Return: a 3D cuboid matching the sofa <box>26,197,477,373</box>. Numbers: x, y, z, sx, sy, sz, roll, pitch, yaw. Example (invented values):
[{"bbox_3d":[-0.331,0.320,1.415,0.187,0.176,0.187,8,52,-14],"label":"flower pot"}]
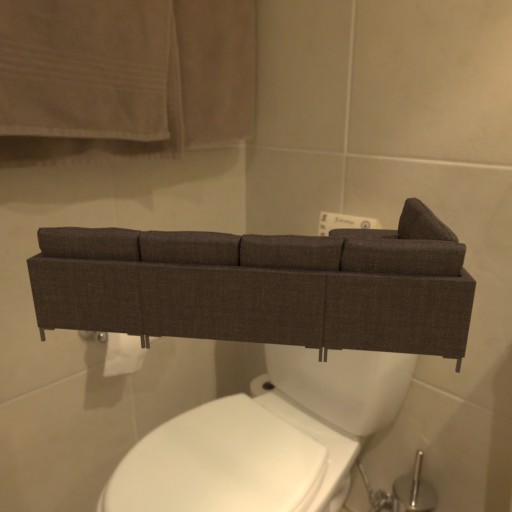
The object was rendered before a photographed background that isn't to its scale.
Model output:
[{"bbox_3d":[0.000,0.000,4.278,3.423,0.999,2.048,3,18,8],"label":"sofa"}]
